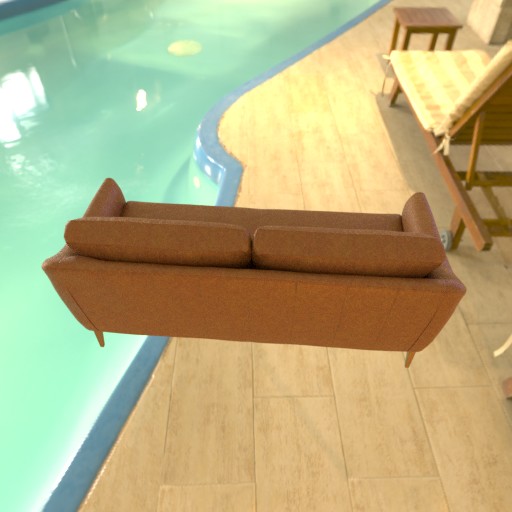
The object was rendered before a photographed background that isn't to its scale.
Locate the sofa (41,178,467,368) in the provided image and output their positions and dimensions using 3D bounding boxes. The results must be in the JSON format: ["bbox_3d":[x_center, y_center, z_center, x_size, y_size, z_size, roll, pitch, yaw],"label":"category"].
[{"bbox_3d":[0.000,0.000,2.542,2.036,0.945,0.981,3,46,3],"label":"sofa"}]
